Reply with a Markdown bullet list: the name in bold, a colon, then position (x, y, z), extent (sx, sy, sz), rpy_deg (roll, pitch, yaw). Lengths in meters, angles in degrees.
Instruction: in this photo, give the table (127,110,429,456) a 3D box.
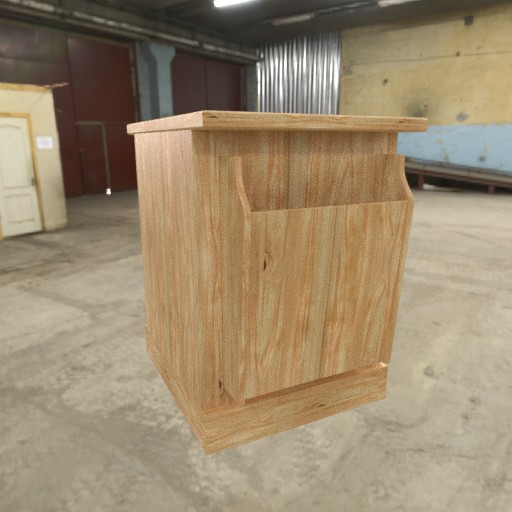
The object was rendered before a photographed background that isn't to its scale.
- **table**: position (0.000, 0.000, 0.886), extent (0.380, 0.515, 0.530), rpy_deg (-7, 16, -26)
